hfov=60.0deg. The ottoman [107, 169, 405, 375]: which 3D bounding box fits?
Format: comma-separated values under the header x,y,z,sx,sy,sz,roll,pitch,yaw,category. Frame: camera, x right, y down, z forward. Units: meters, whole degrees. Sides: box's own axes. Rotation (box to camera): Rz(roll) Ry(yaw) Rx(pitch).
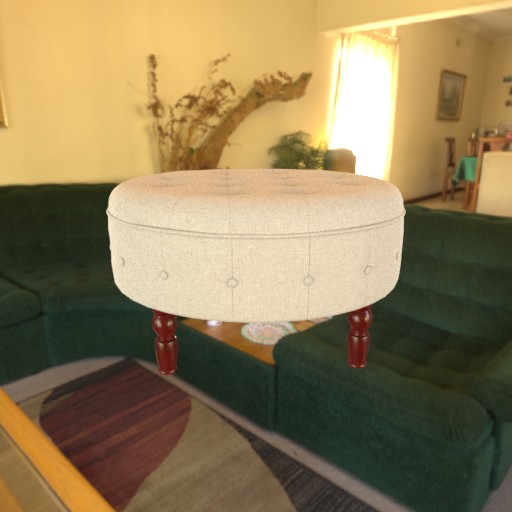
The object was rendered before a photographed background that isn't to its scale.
x,y,z,sx,sy,sz,roll,pitch,yaw,category
0.000,0.000,1.367,0.849,0.478,0.849,0,16,0,ottoman
